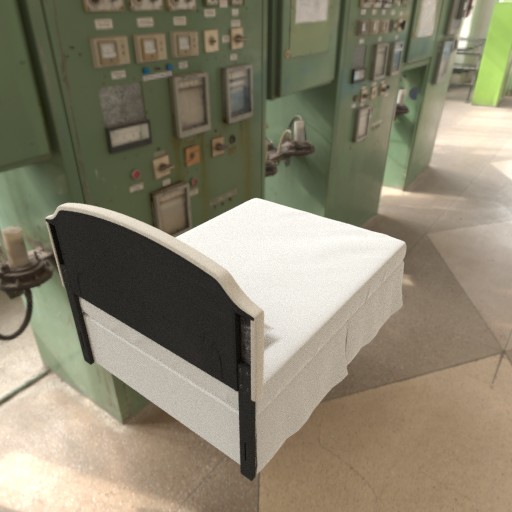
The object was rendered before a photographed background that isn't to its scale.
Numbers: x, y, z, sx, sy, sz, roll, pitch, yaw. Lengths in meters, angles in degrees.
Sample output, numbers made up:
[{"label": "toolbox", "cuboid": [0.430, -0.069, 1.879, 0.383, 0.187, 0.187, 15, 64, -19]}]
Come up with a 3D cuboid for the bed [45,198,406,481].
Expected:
[{"label": "bed", "cuboid": [0.000, 0.000, 3.038, 1.558, 1.270, 1.999, 21, 36, 32]}]
